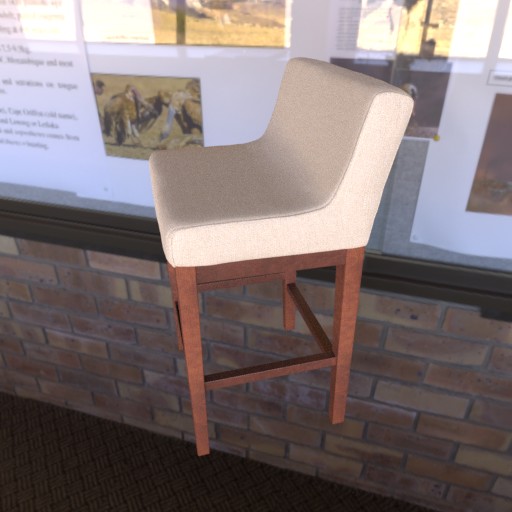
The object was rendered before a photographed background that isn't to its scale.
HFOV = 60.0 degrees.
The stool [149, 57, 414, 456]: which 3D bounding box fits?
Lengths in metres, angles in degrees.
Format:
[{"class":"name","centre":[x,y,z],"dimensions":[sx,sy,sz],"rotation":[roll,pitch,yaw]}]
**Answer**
[{"class":"stool","centre":[0.000,0.000,1.204],"dimensions":[0.500,0.937,0.511],"rotation":[-8,32,-13]}]
